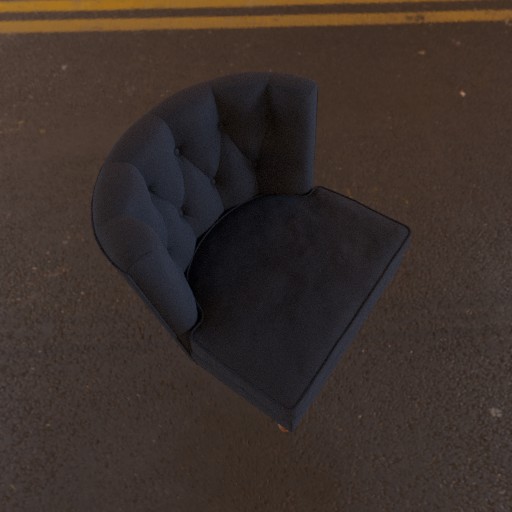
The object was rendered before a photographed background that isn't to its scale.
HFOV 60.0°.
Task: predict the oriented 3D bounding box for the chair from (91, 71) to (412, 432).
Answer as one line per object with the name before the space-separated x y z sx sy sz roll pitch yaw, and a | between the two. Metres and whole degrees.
chair | 0.000 0.000 1.334 0.718 0.771 0.740 32 63 18
